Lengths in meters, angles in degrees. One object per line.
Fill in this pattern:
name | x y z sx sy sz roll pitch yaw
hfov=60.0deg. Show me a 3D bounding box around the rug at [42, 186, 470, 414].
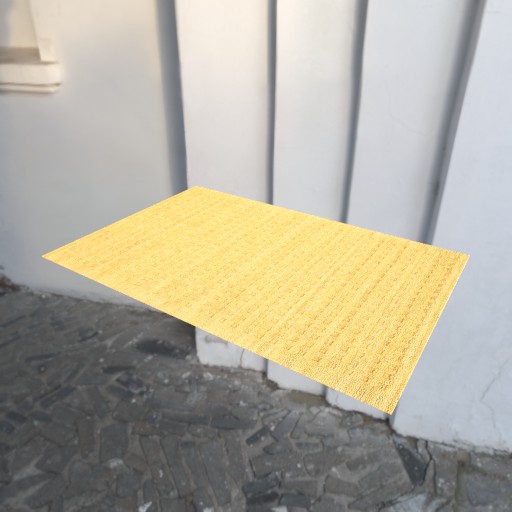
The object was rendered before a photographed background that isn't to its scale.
rug | 0.000 0.000 2.848 2.286 0.006 1.524 18 34 29
